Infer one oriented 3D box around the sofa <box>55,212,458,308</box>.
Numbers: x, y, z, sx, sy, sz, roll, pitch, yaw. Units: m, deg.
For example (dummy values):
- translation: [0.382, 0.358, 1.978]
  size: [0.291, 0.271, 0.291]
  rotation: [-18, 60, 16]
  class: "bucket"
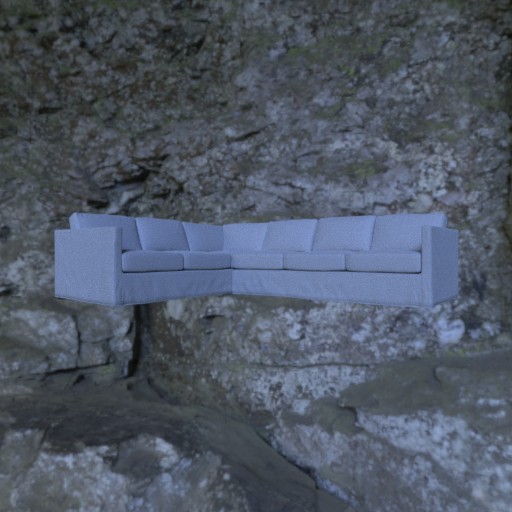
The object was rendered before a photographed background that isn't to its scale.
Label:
- translation: [0.000, 0.000, 4.355]
  size: [3.182, 0.871, 2.432]
  rotation: [0, 0, 38]
  class: "sofa"
